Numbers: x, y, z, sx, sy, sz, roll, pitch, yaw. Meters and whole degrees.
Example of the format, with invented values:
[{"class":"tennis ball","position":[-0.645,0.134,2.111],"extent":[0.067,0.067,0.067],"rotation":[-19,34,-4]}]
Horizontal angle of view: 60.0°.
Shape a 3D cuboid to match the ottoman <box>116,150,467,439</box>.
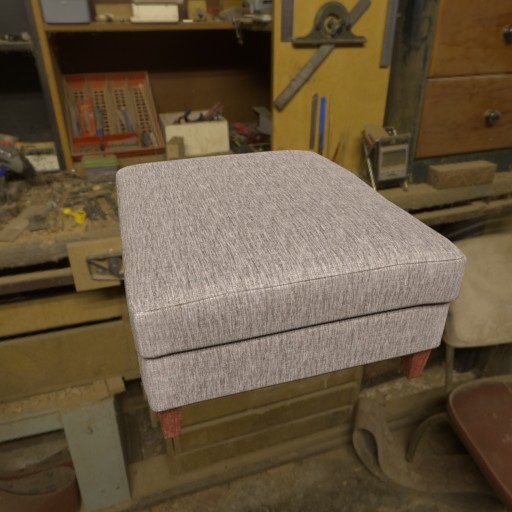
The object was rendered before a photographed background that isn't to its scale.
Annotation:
[{"class":"ottoman","position":[0.000,0.000,1.491],"extent":[0.839,0.492,0.994],"rotation":[-8,30,-15]}]
